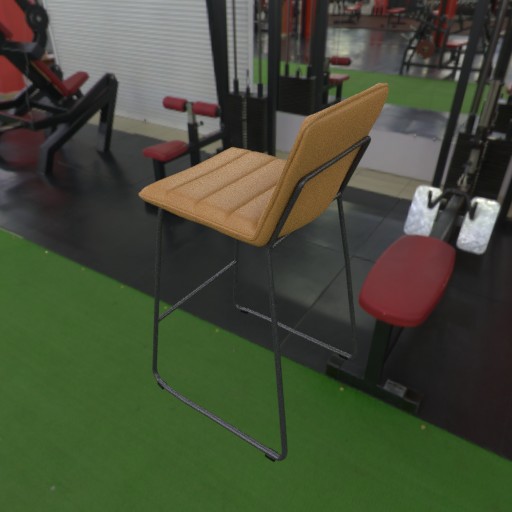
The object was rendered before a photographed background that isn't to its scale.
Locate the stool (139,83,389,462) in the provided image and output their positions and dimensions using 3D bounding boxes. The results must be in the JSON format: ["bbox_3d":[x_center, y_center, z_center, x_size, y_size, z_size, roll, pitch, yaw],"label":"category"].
[{"bbox_3d":[0.000,0.000,1.254,0.524,0.936,0.489,21,38,29],"label":"stool"}]
